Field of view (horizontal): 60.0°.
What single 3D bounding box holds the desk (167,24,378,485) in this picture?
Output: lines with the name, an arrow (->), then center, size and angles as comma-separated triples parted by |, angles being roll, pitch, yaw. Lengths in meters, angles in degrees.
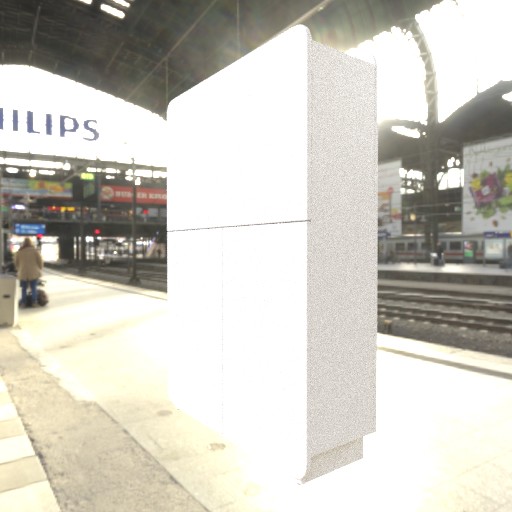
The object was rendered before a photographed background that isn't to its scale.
desk -> 0.000, 0.000, 1.505 | 0.278, 1.190, 0.795 | -1, 1, -37
